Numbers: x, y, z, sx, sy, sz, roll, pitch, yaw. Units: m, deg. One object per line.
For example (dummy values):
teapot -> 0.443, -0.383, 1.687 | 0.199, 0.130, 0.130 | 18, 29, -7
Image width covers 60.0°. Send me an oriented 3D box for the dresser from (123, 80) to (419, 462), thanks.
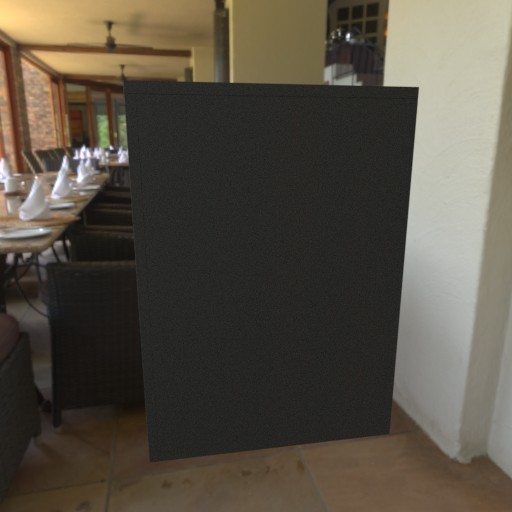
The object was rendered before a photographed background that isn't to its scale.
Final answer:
dresser -> 0.000, 0.000, 0.827 | 0.400, 0.560, 0.360 | -2, 14, -10
